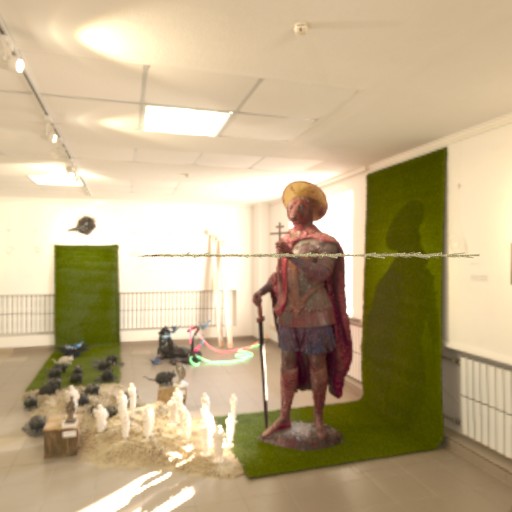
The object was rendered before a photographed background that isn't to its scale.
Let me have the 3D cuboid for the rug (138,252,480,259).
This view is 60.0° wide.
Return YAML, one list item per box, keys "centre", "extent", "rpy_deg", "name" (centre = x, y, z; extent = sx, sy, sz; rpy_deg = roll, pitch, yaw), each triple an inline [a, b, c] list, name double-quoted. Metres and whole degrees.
- centre: [0.000, 0.000, 2.499]
  extent: [1.224, 0.027, 2.021]
  rpy_deg: [0, 0, -17]
  name: "rug"
